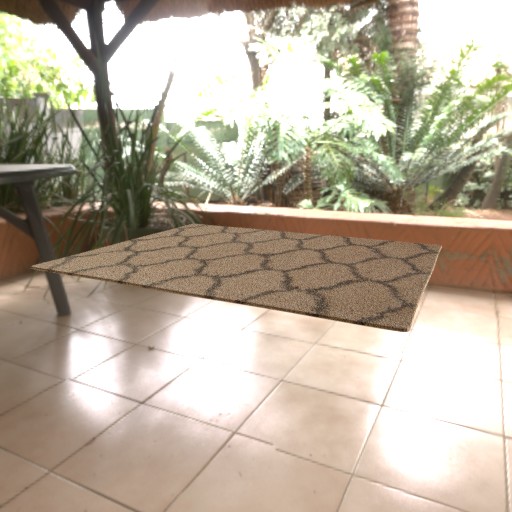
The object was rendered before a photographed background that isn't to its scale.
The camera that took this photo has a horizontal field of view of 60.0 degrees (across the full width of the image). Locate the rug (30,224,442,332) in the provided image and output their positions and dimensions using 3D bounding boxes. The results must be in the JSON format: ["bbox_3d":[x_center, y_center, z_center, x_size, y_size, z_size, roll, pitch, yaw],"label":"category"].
[{"bbox_3d":[0.000,0.000,4.054,3.000,0.026,2.399,7,15,25],"label":"rug"}]
